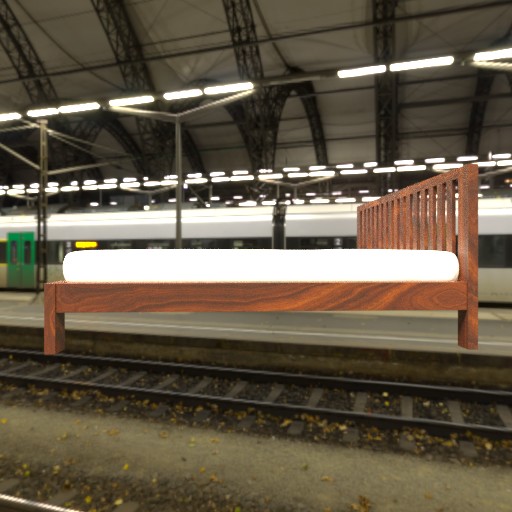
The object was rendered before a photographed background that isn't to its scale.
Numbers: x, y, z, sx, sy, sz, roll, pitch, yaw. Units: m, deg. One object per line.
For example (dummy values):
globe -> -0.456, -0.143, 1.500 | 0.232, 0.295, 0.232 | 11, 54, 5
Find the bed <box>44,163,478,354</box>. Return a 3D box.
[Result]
bed -> 0.000, 0.000, 3.020 | 2.030, 0.890, 1.905 | 0, 0, -3
